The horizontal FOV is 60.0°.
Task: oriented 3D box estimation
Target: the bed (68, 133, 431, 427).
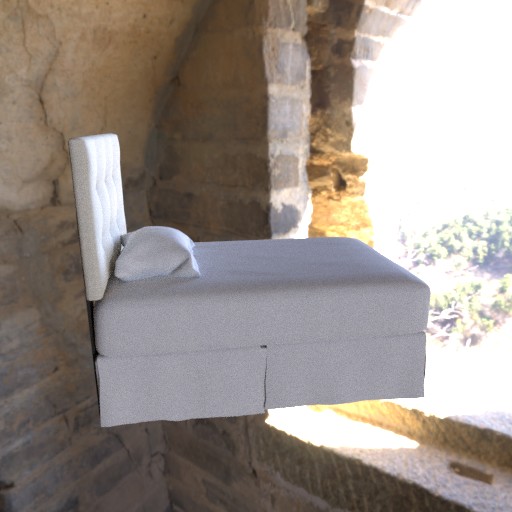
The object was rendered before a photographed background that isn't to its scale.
[{"bbox_3d":[0.000,0.000,2.965,1.997,1.571,1.261,-3,17,-9],"label":"bed"}]
